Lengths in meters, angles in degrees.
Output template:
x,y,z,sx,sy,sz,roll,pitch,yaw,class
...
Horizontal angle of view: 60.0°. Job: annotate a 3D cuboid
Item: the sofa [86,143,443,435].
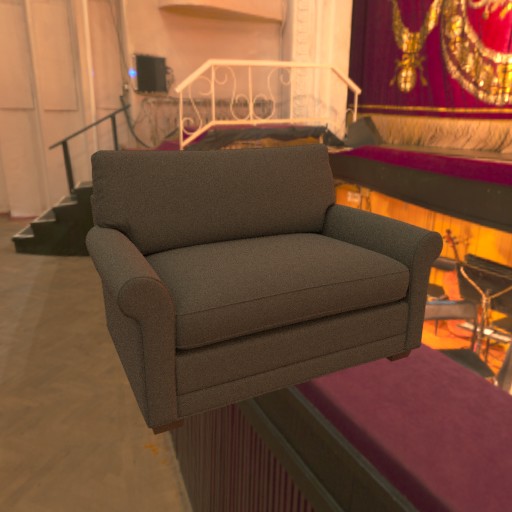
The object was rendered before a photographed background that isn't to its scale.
x,y,z,sx,sy,sz,roll,pitch,yaw,class
0.000,0.000,2.054,1.410,0.953,0.940,-9,19,-25,sofa
